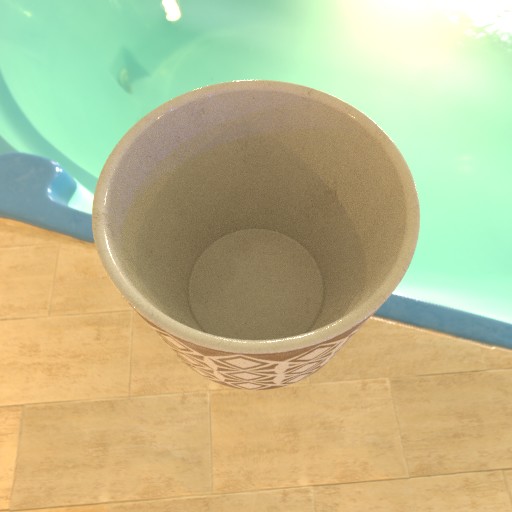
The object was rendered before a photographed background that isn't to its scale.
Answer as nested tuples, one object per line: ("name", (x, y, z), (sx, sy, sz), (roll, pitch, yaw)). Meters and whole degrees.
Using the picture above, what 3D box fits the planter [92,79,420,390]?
("planter", (0.000, 0.000, 0.452), (0.260, 0.220, 0.260), (0, 62, 0))
